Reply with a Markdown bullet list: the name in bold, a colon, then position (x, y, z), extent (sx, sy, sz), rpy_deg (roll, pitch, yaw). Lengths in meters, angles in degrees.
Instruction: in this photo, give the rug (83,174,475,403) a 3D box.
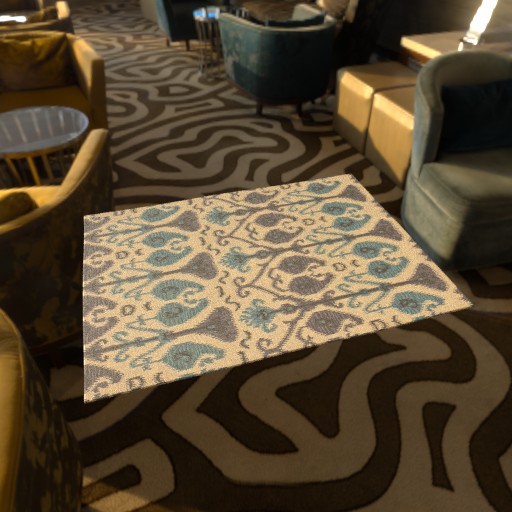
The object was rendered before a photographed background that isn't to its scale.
- **rug**: position (0.000, 0.000, 3.026), extent (2.261, 0.013, 1.676), rpy_deg (-11, 41, -13)
